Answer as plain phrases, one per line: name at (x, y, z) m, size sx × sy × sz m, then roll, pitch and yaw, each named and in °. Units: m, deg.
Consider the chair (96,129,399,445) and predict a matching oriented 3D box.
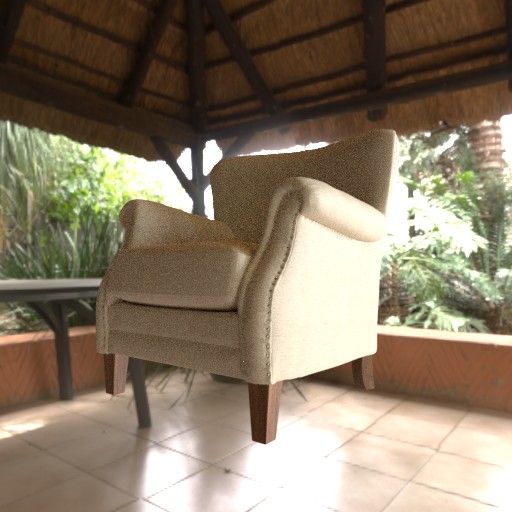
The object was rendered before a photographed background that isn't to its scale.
chair at (0.000, 0.000, 1.598) m, size 0.861 × 0.936 × 0.921 m, roll -1°, pitch -1°, yaw 37°
